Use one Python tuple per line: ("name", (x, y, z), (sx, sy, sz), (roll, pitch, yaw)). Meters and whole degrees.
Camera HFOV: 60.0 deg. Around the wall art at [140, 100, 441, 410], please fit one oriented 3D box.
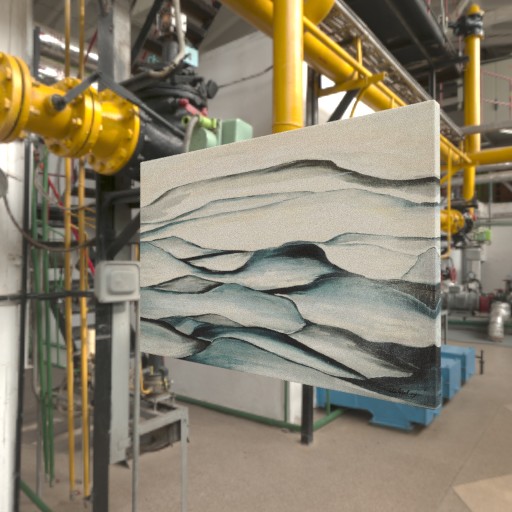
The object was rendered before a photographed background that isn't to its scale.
("wall art", (0.000, 0.000, 1.160), (0.914, 0.609, 0.039), (0, -1, 38))
